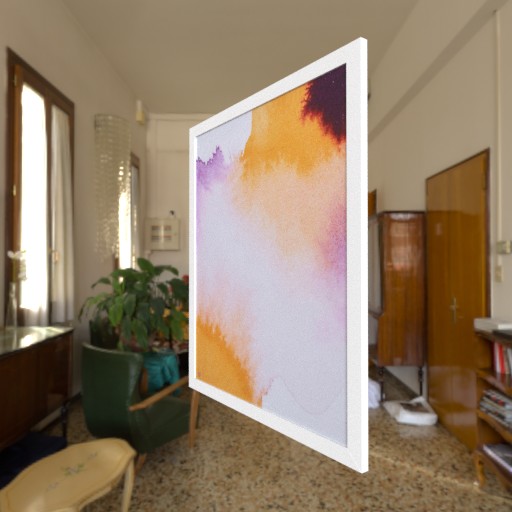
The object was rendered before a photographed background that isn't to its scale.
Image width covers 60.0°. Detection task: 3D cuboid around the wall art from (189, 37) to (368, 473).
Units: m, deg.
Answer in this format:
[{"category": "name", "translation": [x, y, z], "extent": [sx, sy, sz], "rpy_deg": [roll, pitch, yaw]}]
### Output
[{"category": "wall art", "translation": [0.000, 0.000, 0.765], "extent": [0.012, 0.557, 0.482], "rpy_deg": [1, -1, -35]}]
